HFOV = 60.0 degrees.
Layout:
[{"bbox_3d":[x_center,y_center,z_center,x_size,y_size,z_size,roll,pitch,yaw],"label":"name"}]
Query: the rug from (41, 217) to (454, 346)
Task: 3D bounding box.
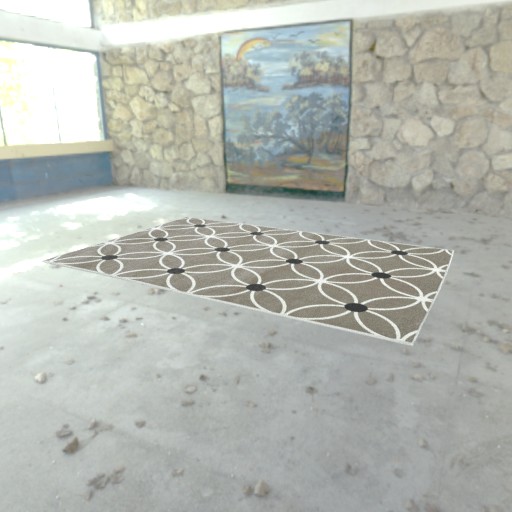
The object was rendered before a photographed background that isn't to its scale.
[{"bbox_3d":[0.000,0.000,2.917,2.284,0.008,1.522,9,19,27],"label":"rug"}]
